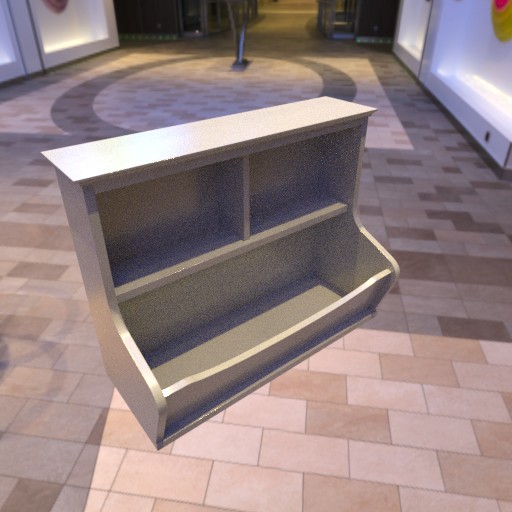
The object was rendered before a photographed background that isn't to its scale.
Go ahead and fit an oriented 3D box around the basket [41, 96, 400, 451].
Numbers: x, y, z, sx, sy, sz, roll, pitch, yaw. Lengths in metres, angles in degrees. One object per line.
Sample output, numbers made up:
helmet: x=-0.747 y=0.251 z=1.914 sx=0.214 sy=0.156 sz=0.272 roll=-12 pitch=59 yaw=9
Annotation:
basket: x=0.000 y=0.000 z=1.099 sx=0.780 sy=0.600 sz=0.350 roll=-23 pitch=38 yaw=-32
